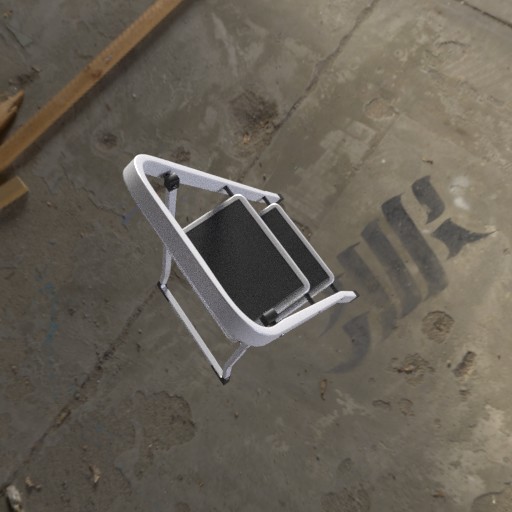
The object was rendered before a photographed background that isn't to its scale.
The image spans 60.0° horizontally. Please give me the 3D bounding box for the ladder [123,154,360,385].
[{"bbox_3d":[0.000,0.000,1.128,0.544,0.810,0.460,-34,77,-9],"label":"ladder"}]
